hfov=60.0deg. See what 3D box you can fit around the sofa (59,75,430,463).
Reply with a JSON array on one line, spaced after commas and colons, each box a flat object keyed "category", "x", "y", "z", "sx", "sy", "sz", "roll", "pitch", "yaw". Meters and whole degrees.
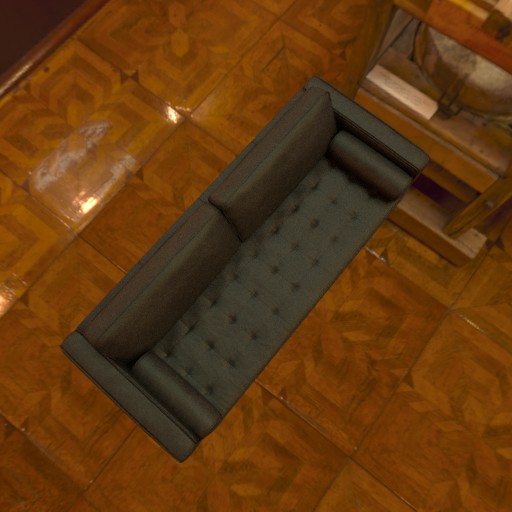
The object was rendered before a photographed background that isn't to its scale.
[{"category": "sofa", "x": 0.000, "y": 0.000, "z": 2.633, "sx": 0.914, "sy": 0.762, "sz": 2.210, "roll": 39, "pitch": 79, "yaw": 9}]
